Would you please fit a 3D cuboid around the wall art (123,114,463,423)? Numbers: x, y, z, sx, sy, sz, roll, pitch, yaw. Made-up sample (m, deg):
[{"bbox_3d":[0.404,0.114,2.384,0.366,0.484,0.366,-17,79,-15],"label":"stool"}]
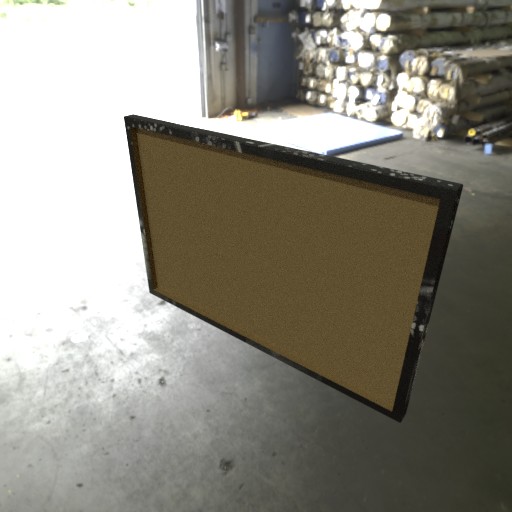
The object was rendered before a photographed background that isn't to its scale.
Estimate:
[{"bbox_3d":[0.000,0.000,1.180,0.914,0.609,0.038,21,36,31],"label":"wall art"}]
